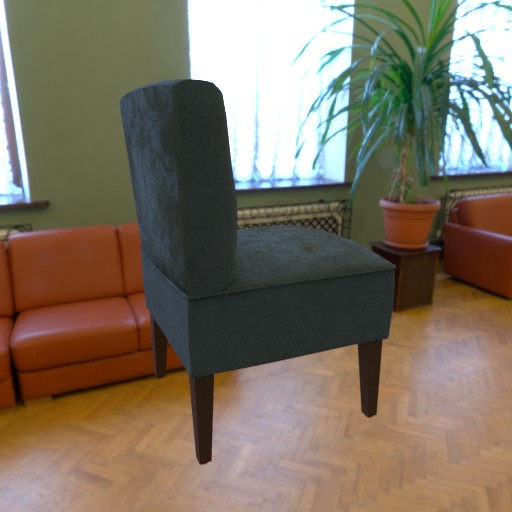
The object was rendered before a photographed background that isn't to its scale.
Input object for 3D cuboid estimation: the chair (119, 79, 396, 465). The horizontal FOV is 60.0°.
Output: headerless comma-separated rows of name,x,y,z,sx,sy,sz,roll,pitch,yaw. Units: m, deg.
chair,0.000,0.000,1.140,0.551,0.806,0.521,-8,18,-25
